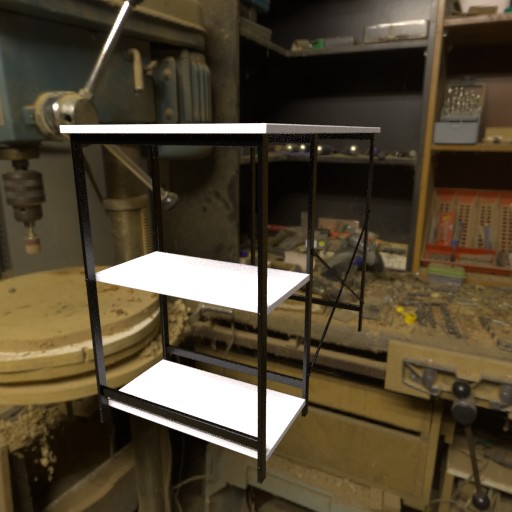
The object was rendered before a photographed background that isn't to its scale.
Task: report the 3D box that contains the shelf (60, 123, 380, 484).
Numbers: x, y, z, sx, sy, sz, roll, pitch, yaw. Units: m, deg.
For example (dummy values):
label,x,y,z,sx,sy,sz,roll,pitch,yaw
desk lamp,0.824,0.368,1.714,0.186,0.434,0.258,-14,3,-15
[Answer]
label,x,y,z,sx,sy,sz,roll,pitch,yaw
shelf,0.000,0.000,1.341,0.498,0.750,0.902,8,17,26
